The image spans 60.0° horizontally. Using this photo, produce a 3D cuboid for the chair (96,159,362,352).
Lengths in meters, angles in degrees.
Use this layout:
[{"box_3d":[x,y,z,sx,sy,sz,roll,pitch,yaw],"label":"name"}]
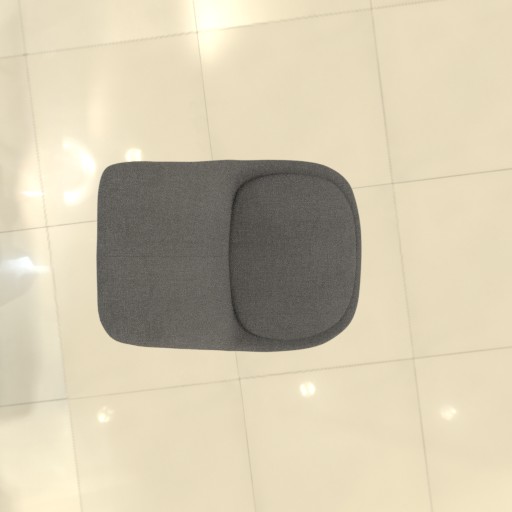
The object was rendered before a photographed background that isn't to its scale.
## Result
[{"box_3d":[0.000,0.000,1.180,0.550,0.850,0.485,0,90,1],"label":"chair"}]
